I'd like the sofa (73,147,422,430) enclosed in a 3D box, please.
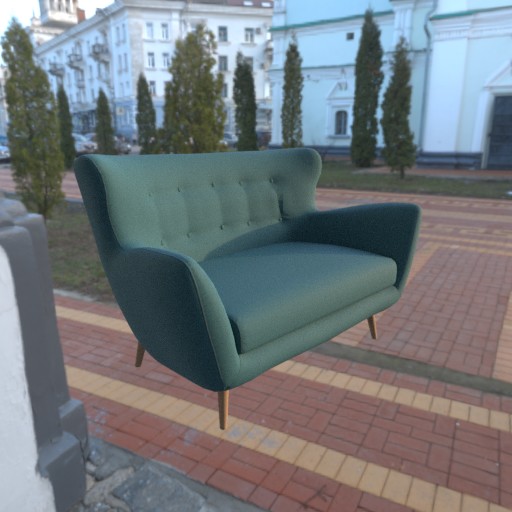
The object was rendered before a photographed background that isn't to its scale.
[{"bbox_3d":[0.000,0.000,1.941,1.397,0.889,0.889,-15,21,-43],"label":"sofa"}]
